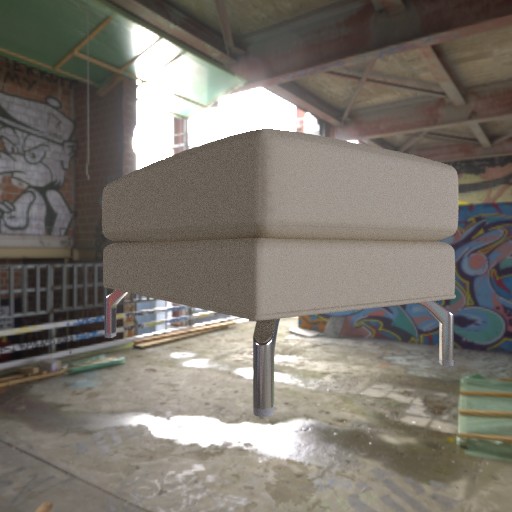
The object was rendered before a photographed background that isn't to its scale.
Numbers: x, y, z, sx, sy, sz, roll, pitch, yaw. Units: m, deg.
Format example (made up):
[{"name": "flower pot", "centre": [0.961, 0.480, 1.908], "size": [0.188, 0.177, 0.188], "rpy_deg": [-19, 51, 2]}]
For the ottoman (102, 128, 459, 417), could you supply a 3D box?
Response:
[{"name": "ottoman", "centre": [0.000, 0.000, 1.183], "size": [0.581, 0.497, 0.835], "rpy_deg": [-1, 1, -35]}]
